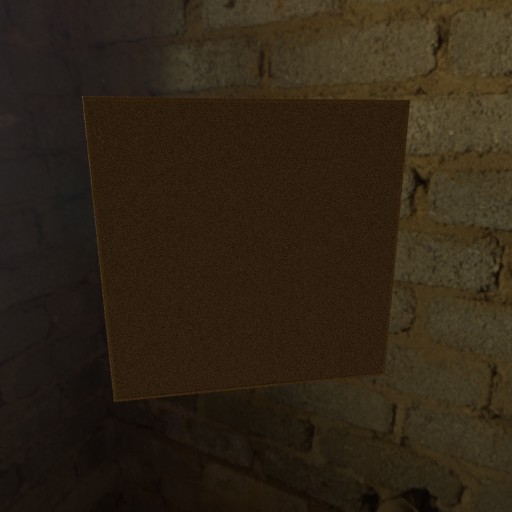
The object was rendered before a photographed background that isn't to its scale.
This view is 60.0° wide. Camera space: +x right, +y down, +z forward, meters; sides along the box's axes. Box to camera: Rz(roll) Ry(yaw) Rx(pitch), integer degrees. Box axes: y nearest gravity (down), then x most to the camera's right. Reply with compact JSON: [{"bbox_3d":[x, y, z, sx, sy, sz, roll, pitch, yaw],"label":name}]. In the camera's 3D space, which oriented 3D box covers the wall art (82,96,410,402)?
[{"bbox_3d":[0.000,0.000,0.977,0.657,0.655,0.014,-3,17,-10],"label":"wall art"}]
